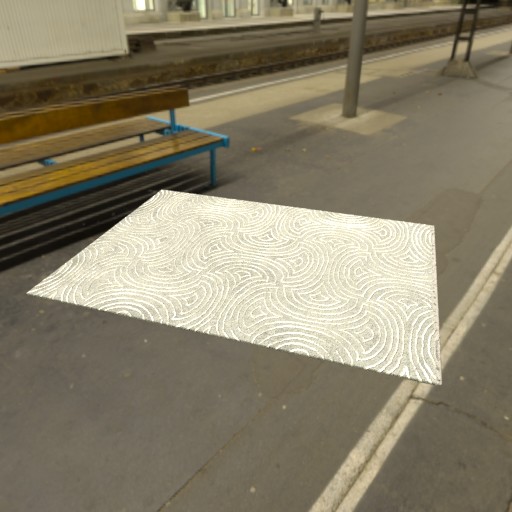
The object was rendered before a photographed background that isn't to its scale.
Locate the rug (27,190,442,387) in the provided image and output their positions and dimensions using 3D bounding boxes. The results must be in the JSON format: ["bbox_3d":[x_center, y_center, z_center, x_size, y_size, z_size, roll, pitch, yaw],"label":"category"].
[{"bbox_3d":[0.000,0.000,2.774,2.144,0.015,1.543,9,32,15],"label":"rug"}]
